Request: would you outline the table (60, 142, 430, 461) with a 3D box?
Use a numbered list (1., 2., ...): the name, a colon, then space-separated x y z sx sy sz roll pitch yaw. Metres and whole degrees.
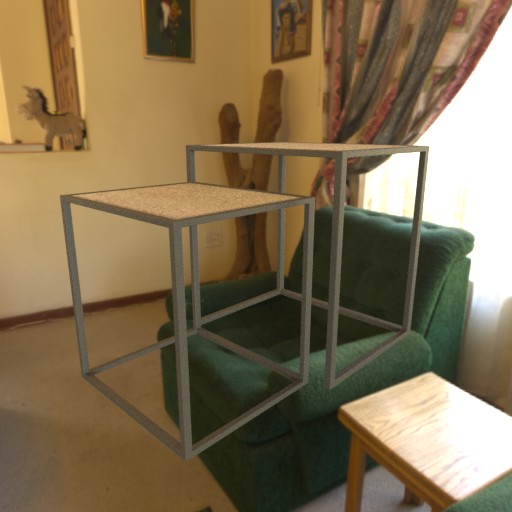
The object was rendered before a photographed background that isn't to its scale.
1. table: 0.000 0.000 1.135 0.508 0.540 0.788 15 22 42
